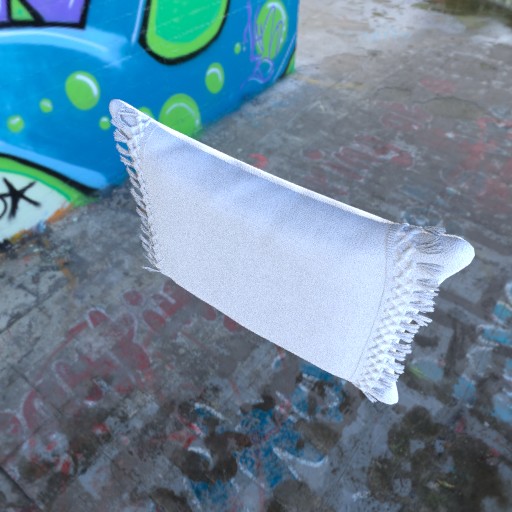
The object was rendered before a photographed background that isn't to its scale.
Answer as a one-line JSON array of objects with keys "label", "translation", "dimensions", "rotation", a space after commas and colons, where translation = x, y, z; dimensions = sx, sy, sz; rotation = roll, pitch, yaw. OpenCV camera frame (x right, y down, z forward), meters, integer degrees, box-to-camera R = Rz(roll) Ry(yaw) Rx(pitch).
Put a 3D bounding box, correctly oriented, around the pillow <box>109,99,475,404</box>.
[{"label": "pillow", "translation": [0.000, 0.000, 0.579], "dimensions": [0.466, 0.305, 0.084], "rotation": [28, 52, 24]}]
